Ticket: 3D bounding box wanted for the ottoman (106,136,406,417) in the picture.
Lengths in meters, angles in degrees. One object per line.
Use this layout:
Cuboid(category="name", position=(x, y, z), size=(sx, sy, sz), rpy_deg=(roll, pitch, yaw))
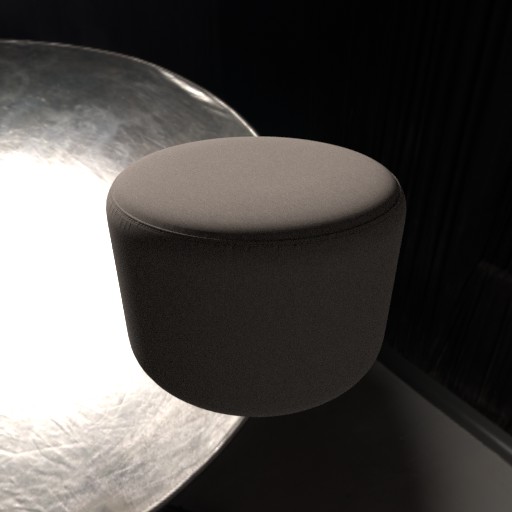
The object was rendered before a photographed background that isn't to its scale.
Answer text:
Cuboid(category="ottoman", position=(0.000, 0.000, 1.006), size=(0.608, 0.433, 0.608), rpy_deg=(0, 29, 0))
